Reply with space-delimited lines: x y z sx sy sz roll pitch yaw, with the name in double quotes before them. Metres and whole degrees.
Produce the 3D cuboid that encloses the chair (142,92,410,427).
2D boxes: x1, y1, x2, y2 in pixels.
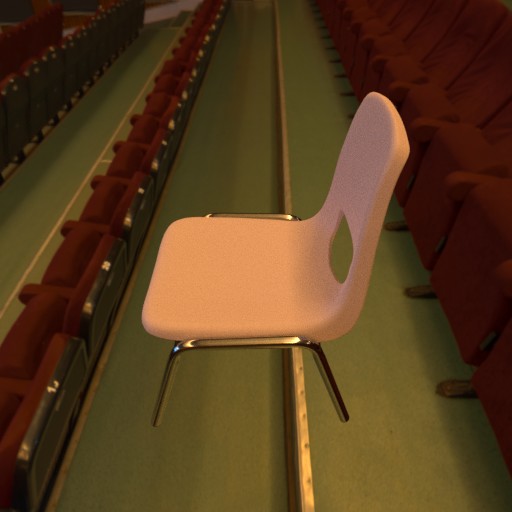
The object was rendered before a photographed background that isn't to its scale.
"chair" 0.000 0.000 0.778 0.385 0.537 0.354 0 40 0
